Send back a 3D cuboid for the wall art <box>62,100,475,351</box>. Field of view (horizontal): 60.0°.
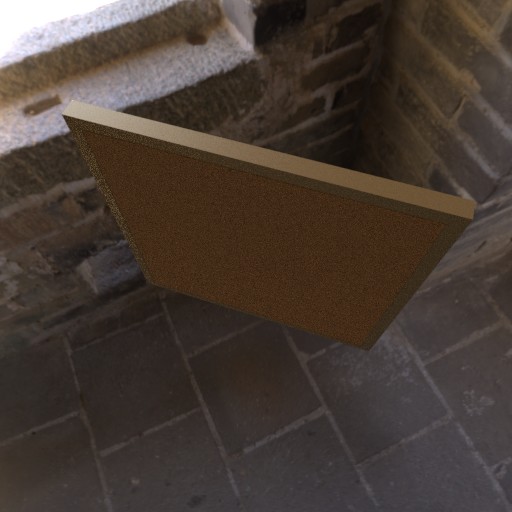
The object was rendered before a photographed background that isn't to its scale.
[{"bbox_3d":[0.000,0.000,2.850,1.926,1.926,0.099,16,63,8],"label":"wall art"}]
